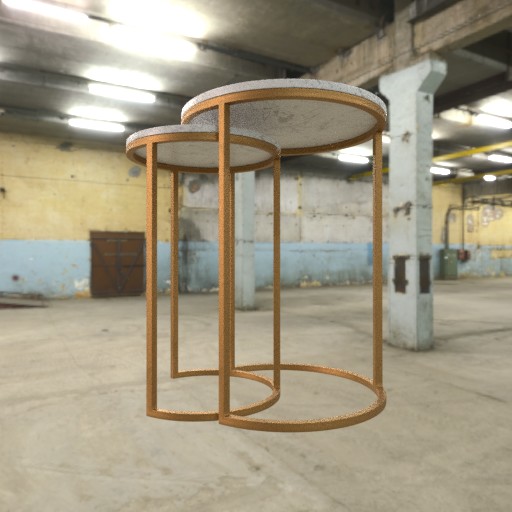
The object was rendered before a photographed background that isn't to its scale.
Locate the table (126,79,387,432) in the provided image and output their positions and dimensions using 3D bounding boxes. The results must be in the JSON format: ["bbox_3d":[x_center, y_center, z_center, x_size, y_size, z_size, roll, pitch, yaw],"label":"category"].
[{"bbox_3d":[0.000,0.000,0.887,0.507,0.550,0.400,0,0,-1],"label":"table"}]
